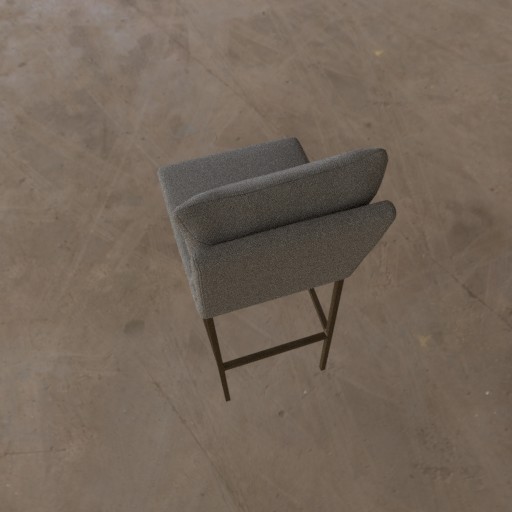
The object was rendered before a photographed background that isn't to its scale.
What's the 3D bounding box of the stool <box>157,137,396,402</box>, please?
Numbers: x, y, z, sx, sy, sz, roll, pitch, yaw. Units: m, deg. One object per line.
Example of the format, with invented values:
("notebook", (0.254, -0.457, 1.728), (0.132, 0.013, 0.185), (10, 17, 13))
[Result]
("stool", (0.000, 0.000, 1.416), (0.463, 1.132, 0.569), (-15, 59, -9))
